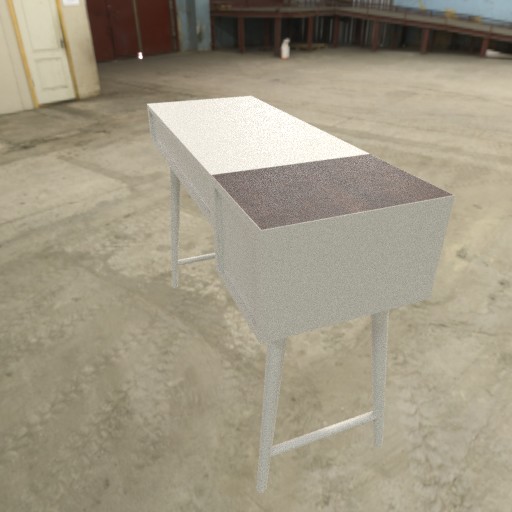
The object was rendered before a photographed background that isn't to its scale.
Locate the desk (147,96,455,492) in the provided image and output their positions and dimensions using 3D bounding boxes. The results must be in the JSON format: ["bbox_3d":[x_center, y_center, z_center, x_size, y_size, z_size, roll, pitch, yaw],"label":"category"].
[{"bbox_3d":[0.000,0.000,1.401,0.409,0.761,1.069,-11,32,-19],"label":"desk"}]
